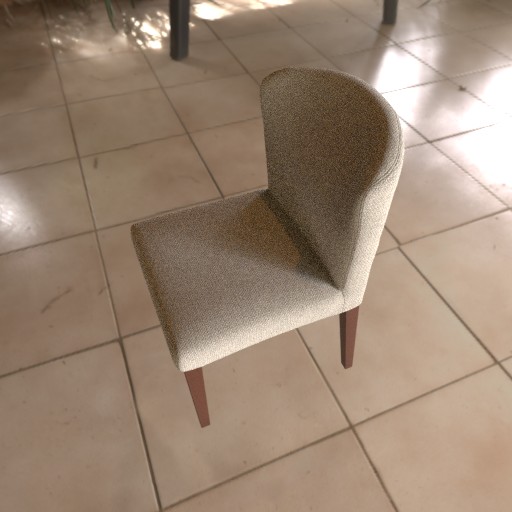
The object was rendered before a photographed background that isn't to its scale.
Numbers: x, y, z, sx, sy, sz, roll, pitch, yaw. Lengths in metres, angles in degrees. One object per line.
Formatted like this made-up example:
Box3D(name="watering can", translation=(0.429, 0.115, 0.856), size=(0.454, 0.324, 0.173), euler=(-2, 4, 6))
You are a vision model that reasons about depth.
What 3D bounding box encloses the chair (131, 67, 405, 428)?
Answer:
Box3D(name="chair", translation=(0.000, 0.000, 1.199), size=(0.589, 0.839, 0.491), euler=(-18, 50, -15))
